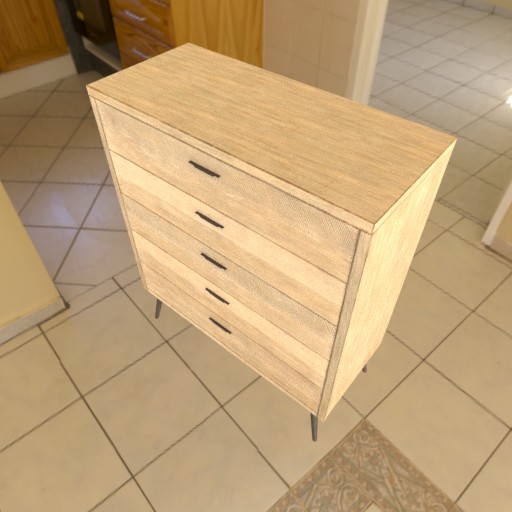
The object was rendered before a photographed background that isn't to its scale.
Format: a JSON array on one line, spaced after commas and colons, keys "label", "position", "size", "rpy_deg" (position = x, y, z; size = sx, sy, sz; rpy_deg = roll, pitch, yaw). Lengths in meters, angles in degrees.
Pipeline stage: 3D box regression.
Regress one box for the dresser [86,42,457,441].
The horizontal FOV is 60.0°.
[{"label": "dresser", "position": [0.000, 0.000, 1.718], "size": [1.016, 1.219, 0.457], "rpy_deg": [31, 54, 26]}]
